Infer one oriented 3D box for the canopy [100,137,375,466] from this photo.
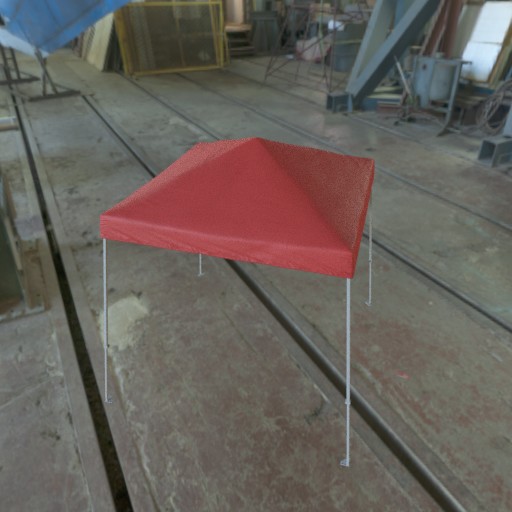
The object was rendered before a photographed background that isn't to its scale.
[{"bbox_3d":[0.000,0.000,6.667,3.599,3.600,3.600,9,33,14],"label":"canopy"}]
